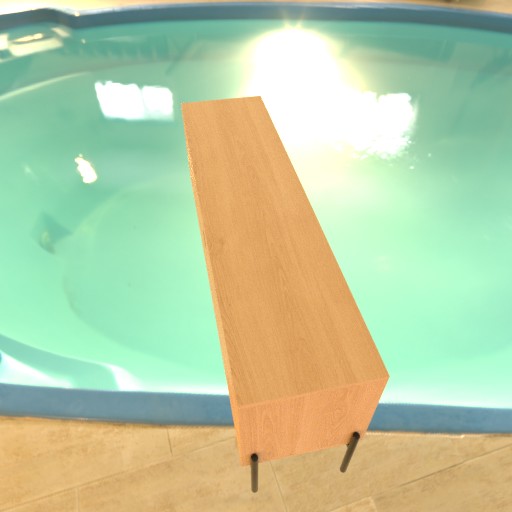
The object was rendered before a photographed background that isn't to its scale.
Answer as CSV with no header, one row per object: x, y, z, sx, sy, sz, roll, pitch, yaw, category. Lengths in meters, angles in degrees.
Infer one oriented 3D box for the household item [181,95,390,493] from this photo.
0.000,0.000,1.791,0.400,0.600,1.550,-8,47,-8,household item
